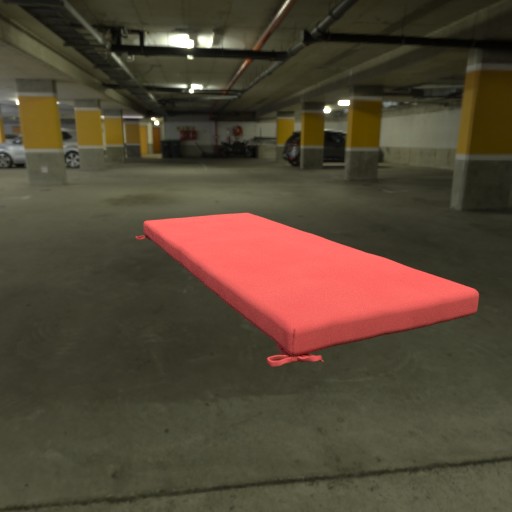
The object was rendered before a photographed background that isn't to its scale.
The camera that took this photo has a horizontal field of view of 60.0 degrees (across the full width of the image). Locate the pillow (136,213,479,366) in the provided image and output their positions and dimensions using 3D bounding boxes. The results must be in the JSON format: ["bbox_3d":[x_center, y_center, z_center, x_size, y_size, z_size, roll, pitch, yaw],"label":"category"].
[{"bbox_3d":[0.000,0.000,1.319,0.492,0.081,1.187,-7,16,-25],"label":"pillow"}]
